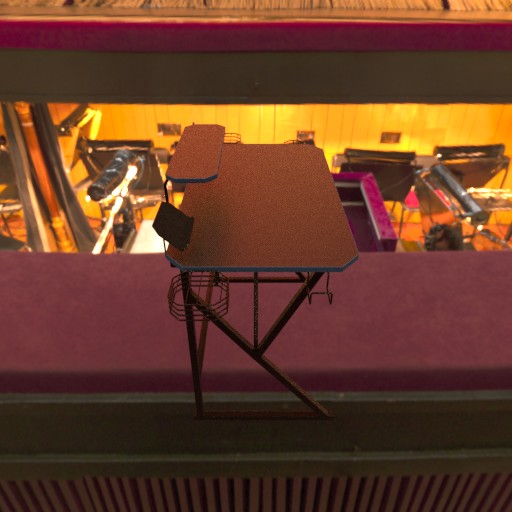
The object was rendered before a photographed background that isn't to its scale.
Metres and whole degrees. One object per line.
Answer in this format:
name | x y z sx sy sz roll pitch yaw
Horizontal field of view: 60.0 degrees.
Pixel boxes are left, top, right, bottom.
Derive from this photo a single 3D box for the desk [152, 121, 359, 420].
desk | 0.000 0.000 1.793 0.594 0.909 1.295 0 34 0
